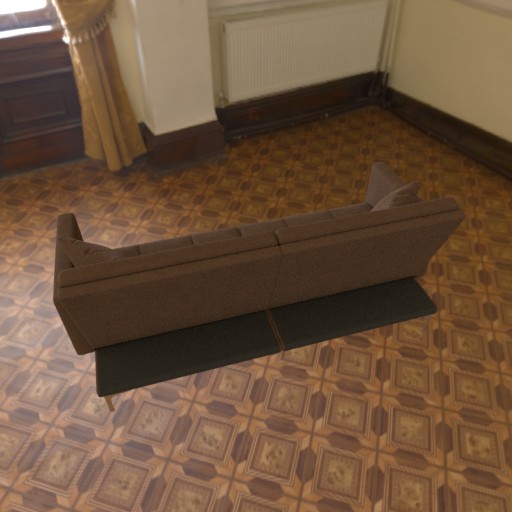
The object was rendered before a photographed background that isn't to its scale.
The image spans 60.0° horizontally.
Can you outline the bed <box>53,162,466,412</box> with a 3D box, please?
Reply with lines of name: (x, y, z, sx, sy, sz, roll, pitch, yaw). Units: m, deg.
bed: (0.000, 0.000, 2.295, 1.905, 0.787, 0.889, -11, 43, -12)
